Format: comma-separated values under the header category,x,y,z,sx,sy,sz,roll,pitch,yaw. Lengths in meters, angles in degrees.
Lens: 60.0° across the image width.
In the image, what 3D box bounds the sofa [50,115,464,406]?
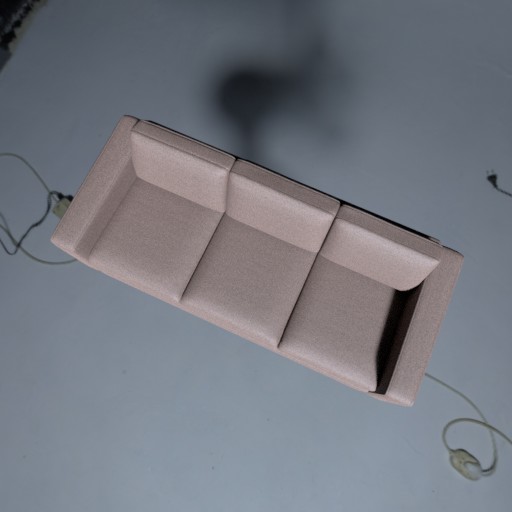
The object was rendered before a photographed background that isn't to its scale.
category,x,y,z,sx,sy,sz,roll,pitch,yaw
sofa,0.000,0.000,2.638,2.160,0.806,0.900,24,77,6
